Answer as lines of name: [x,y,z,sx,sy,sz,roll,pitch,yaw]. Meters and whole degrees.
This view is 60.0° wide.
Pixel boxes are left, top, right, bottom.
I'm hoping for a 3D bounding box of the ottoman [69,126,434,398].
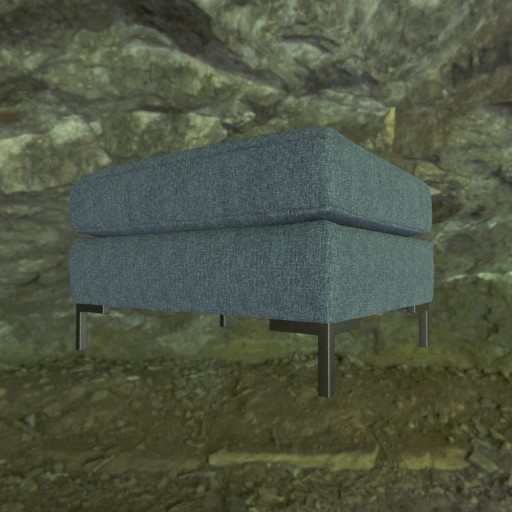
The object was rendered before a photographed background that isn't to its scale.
ottoman: [0.000,0.000,1.287,0.831,0.533,0.695,-1,-2,36]
